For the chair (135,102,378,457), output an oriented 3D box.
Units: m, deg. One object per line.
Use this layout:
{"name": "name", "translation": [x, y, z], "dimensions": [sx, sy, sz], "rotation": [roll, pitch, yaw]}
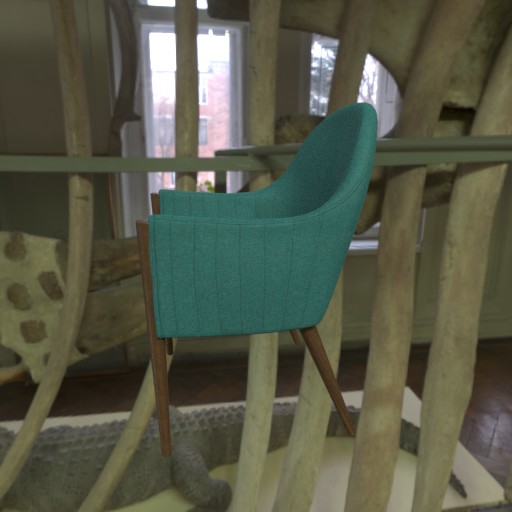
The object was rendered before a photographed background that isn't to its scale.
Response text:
{"name": "chair", "translation": [0.000, 0.000, 1.372], "dimensions": [0.652, 0.907, 0.656], "rotation": [-2, 14, -9]}
